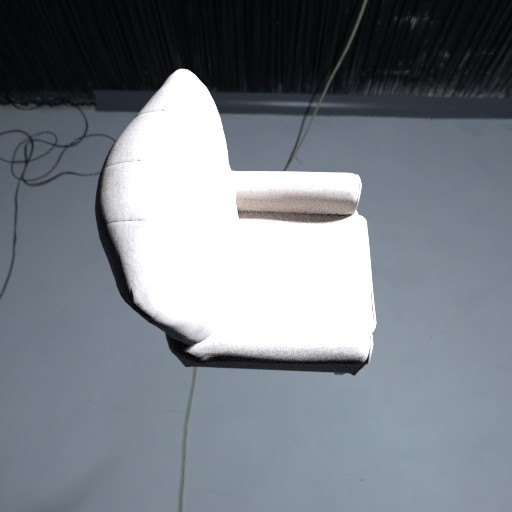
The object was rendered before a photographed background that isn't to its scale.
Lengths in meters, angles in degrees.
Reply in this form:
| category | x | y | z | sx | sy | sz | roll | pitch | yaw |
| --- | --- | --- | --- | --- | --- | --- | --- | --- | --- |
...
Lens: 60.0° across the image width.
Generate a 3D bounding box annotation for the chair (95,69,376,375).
| category | x | y | z | sx | sy | sz | roll | pitch | yaw |
| --- | --- | --- | --- | --- | --- | --- | --- | --- | --- |
| chair | 0.000 | 0.000 | 1.887 | 1.025 | 1.209 | 0.942 | 3 | 64 | 1 |
